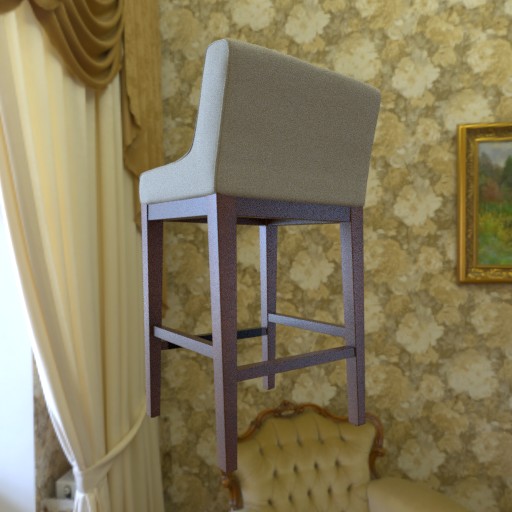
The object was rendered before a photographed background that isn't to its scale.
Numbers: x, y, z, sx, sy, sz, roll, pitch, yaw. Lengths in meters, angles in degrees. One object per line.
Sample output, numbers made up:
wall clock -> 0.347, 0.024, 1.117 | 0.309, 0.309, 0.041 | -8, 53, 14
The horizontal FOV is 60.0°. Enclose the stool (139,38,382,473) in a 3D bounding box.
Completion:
stool -> 0.000, 0.000, 1.247 | 0.511, 0.937, 0.500 | -1, 1, -37
